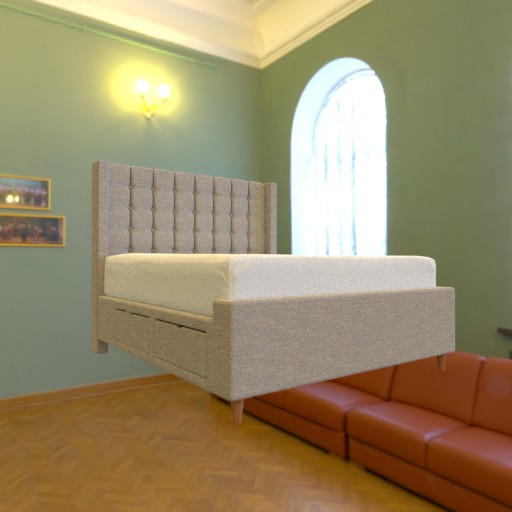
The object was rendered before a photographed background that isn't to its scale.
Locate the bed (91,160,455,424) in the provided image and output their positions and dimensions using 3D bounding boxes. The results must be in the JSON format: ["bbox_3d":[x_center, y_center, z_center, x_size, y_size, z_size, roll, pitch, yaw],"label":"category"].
[{"bbox_3d":[0.000,0.000,3.740,2.044,1.748,2.372,0,-1,-36],"label":"bed"}]
